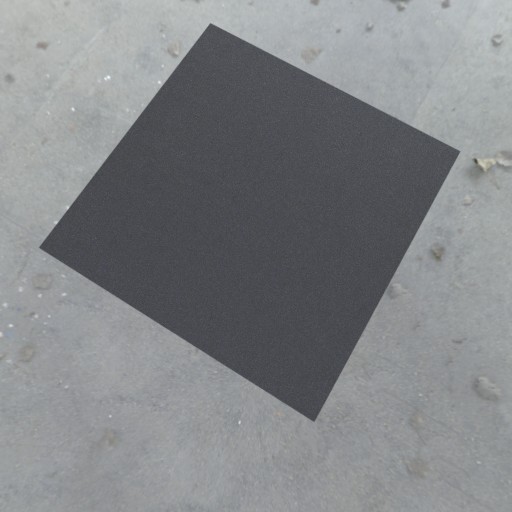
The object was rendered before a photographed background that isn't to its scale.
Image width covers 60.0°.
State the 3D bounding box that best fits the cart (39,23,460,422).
[{"bbox_3d":[0.000,0.000,1.119,0.520,0.762,0.521,30,77,8],"label":"cart"}]
